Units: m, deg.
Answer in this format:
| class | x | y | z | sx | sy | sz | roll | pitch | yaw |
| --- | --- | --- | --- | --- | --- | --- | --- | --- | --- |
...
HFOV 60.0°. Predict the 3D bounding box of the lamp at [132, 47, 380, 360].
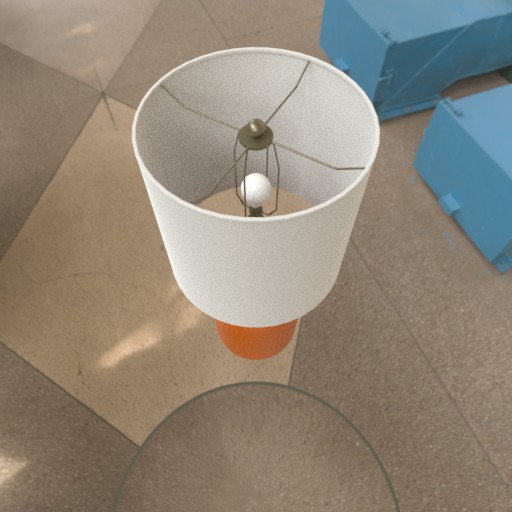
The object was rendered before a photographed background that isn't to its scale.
| class | x | y | z | sx | sy | sz | roll | pitch | yaw |
| --- | --- | --- | --- | --- | --- | --- | --- | --- | --- |
| lamp | 0.000 | 0.000 | 1.122 | 0.418 | 0.871 | 0.418 | -18 | 60 | -11 |
